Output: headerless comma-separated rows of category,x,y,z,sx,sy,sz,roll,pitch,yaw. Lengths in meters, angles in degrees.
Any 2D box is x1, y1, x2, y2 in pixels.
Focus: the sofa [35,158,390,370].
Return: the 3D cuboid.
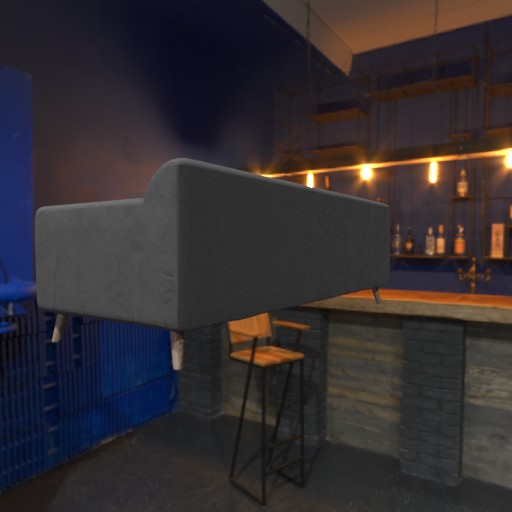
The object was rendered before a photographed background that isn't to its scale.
sofa,0.000,0.000,2.614,0.900,0.740,2.190,1,2,35
